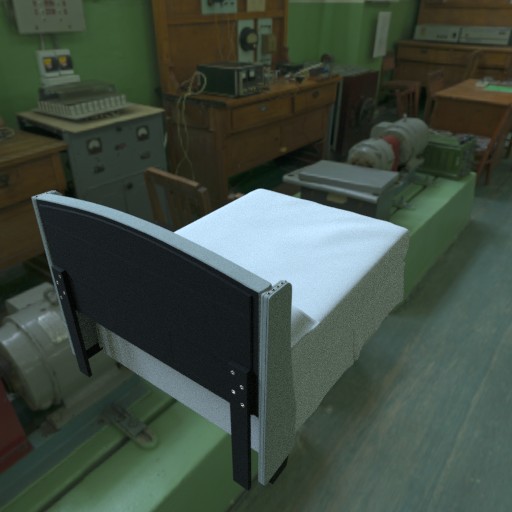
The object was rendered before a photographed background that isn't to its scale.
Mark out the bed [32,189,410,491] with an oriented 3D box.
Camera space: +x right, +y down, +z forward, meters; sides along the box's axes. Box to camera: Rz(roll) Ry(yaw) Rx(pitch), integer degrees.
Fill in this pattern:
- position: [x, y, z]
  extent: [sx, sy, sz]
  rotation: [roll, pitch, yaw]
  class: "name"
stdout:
- position: [0.000, 0.000, 3.246]
  extent: [1.710, 1.407, 2.237]
  rotation: [20, 36, 30]
  class: "bed"
